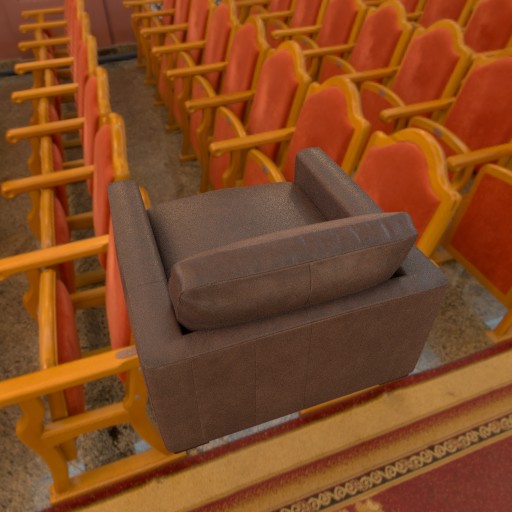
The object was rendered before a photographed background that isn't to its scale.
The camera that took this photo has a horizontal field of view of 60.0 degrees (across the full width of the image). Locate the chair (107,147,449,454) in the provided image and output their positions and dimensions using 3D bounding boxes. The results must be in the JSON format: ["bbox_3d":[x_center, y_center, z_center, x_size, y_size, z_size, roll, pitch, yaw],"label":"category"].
[{"bbox_3d":[0.000,0.000,1.856,1.100,0.812,1.069,-13,43,-15],"label":"chair"}]
